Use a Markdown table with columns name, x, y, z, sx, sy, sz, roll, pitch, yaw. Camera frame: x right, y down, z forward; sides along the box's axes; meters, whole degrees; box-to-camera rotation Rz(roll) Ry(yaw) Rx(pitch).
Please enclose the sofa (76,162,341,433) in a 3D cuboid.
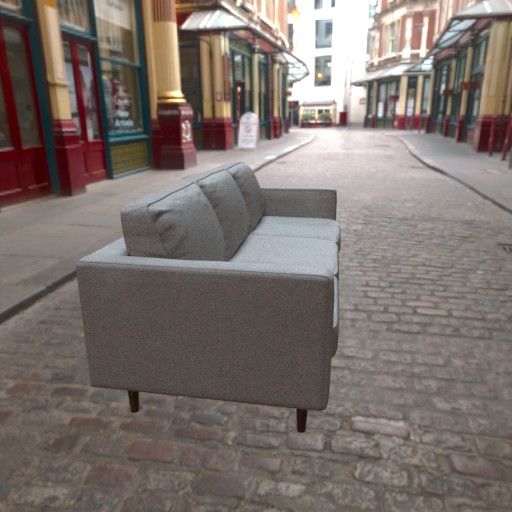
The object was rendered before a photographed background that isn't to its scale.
| name | x | y | z | sx | sy | sz | roll | pitch | yaw |
| --- | --- | --- | --- | --- | --- | --- | --- | --- | --- |
| sofa | 0.000 | 0.000 | 2.483 | 0.944 | 0.918 | 1.983 | 3 | 17 | 10 |
